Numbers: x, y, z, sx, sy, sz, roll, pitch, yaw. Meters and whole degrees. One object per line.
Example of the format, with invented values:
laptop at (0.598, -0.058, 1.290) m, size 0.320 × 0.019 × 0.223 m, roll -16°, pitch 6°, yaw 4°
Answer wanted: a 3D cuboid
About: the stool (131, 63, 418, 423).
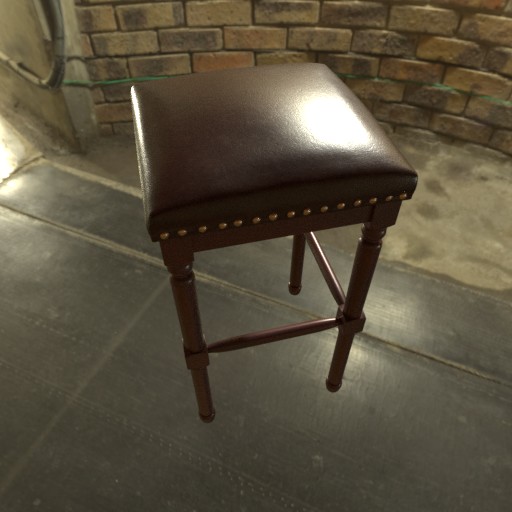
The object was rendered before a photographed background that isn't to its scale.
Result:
stool at (0.000, 0.000, 0.928) m, size 0.382 × 0.702 × 0.383 m, roll -10°, pitch 47°, yaw -10°
